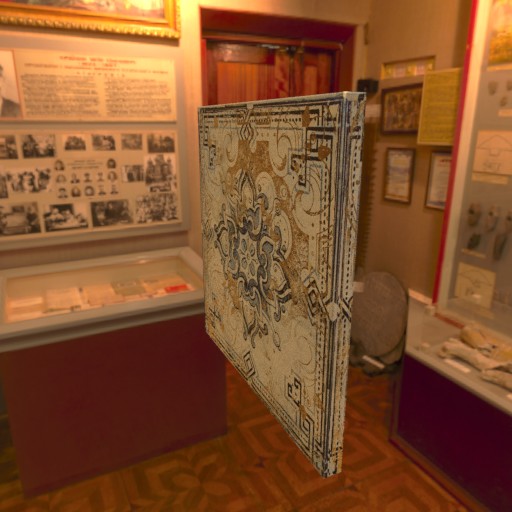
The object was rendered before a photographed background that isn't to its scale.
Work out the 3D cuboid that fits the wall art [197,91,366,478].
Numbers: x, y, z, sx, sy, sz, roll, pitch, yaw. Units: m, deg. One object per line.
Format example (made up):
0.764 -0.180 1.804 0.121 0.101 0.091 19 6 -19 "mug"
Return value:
0.000 0.000 0.922 0.036 0.607 0.609 -8 18 -24 "wall art"
